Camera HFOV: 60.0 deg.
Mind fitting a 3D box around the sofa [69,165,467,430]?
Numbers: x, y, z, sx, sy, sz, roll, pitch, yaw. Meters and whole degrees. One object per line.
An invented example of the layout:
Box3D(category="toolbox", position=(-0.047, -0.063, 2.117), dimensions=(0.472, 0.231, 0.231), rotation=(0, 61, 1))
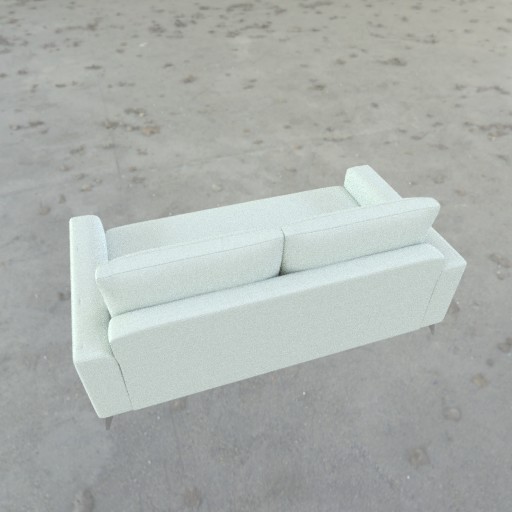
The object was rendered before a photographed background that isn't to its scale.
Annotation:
Box3D(category="sofa", position=(0.000, 0.000, 2.125), dimensions=(1.650, 0.790, 0.920), rotation=(-12, 43, -14))
